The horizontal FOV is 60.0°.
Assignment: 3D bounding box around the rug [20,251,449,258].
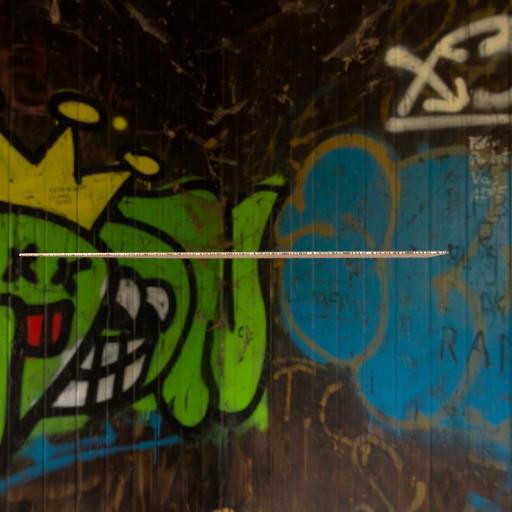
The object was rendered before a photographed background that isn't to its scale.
[{"bbox_3d":[0.000,0.000,3.909,2.932,0.015,2.315,0,-1,18],"label":"rug"}]
